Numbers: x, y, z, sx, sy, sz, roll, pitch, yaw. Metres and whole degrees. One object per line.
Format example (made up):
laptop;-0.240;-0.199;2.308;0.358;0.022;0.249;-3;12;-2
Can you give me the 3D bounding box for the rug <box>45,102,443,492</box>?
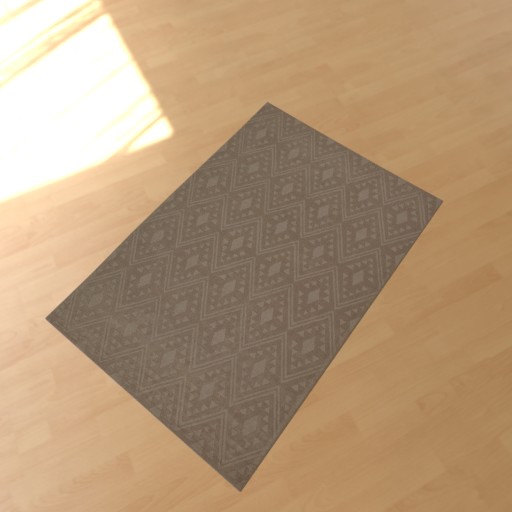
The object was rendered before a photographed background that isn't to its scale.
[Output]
rug;0.000;0.000;2.348;1.252;0.034;1.829;35;68;16
